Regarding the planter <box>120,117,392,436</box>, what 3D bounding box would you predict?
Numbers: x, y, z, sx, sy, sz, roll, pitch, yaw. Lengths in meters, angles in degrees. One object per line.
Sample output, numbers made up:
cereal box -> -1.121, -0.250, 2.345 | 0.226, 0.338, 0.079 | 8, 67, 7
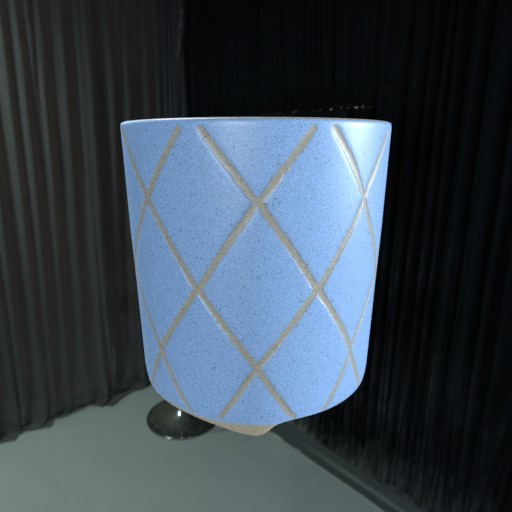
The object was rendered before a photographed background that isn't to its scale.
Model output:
planter -> 0.000, 0.000, 0.349 | 0.191, 0.200, 0.191 | 0, 14, 0
